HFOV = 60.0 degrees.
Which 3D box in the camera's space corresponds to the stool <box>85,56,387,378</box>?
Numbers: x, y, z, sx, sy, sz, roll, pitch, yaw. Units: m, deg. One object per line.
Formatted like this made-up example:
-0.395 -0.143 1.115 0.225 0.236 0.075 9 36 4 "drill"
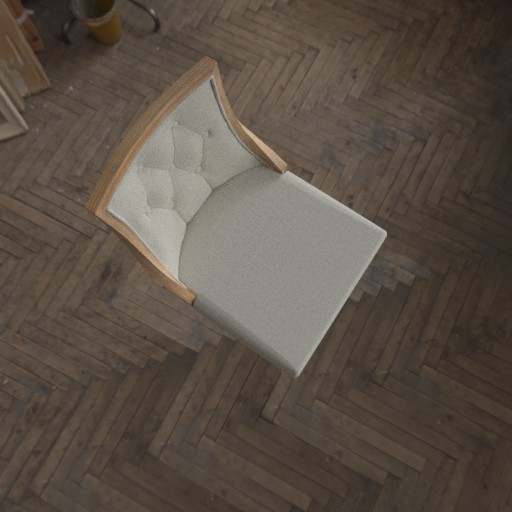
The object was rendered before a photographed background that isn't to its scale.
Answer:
0.000 0.000 1.458 0.626 1.101 0.524 33 79 7 "stool"
